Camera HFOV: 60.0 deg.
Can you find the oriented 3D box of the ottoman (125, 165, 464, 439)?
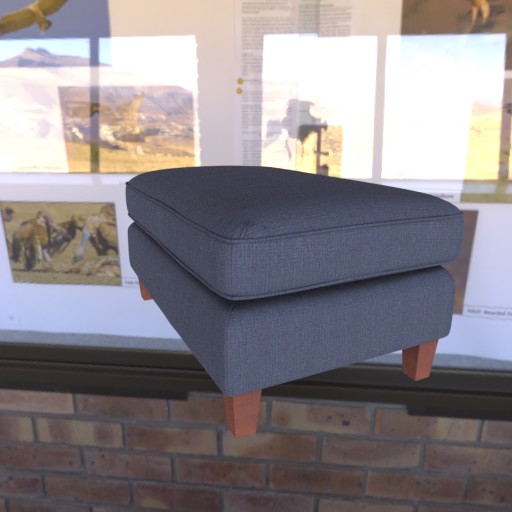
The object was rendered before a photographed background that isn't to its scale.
[{"bbox_3d":[0.000,0.000,1.204,0.570,0.438,0.885,-8,18,-25],"label":"ottoman"}]
